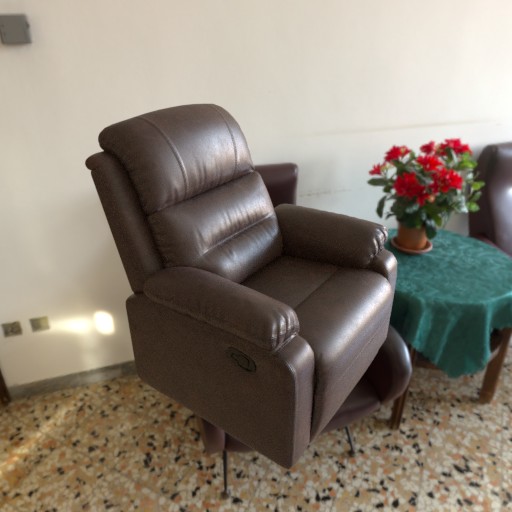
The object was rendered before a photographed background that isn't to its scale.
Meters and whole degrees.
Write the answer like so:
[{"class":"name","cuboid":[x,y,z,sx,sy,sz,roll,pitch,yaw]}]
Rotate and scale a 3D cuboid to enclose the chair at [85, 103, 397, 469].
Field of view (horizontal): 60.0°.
[{"class":"chair","cuboid":[0.000,0.000,1.644,0.919,0.992,0.855,19,33,31]}]
